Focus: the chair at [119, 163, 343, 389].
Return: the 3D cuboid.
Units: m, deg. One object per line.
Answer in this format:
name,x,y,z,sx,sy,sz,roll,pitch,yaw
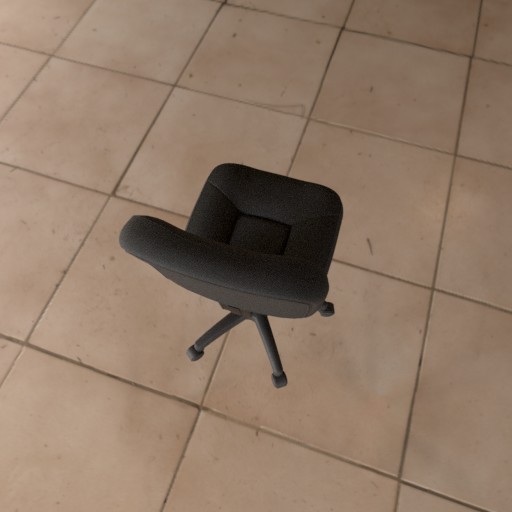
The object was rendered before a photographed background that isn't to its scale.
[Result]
chair,0.000,0.000,1.358,0.610,0.972,0.610,16,64,8
